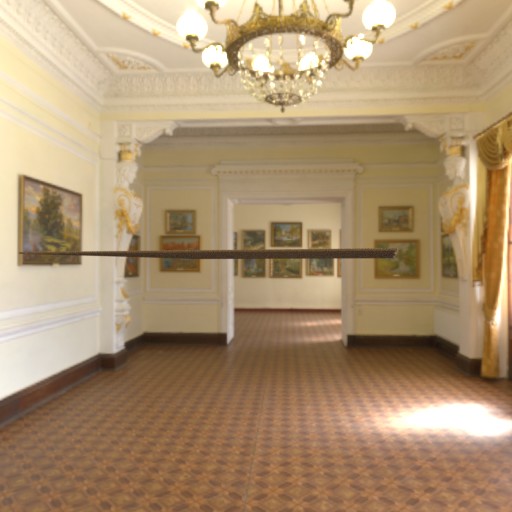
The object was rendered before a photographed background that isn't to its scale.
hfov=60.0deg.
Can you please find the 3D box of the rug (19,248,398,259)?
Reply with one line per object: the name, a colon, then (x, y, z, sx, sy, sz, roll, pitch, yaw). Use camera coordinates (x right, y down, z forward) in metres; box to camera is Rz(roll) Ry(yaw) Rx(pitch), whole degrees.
rug: (0.000, 0.000, 4.106, 2.471, 0.012, 3.034, 0, -1, 17)
